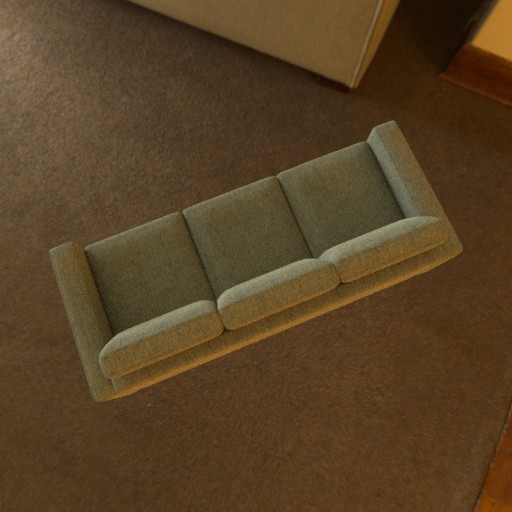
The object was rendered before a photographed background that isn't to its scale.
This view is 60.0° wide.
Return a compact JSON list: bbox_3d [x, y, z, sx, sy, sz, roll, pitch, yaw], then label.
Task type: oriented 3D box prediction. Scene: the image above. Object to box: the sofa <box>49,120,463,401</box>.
[{"bbox_3d":[0.000,0.000,2.613,2.160,0.800,0.900,-22,77,-5],"label":"sofa"}]
